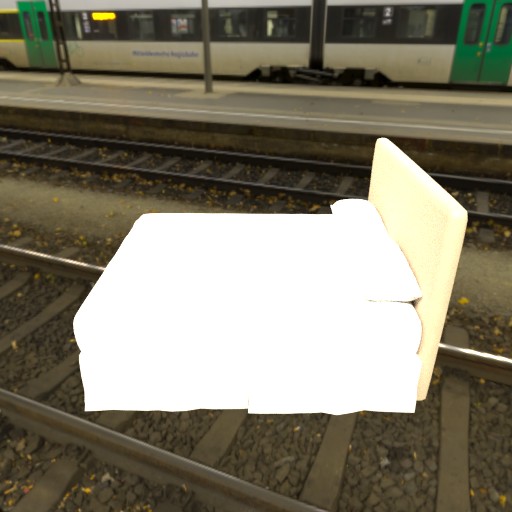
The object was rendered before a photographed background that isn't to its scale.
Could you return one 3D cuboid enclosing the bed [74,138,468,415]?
[{"bbox_3d":[0.000,0.000,3.162,2.142,1.330,1.723,1,27,1],"label":"bed"}]
